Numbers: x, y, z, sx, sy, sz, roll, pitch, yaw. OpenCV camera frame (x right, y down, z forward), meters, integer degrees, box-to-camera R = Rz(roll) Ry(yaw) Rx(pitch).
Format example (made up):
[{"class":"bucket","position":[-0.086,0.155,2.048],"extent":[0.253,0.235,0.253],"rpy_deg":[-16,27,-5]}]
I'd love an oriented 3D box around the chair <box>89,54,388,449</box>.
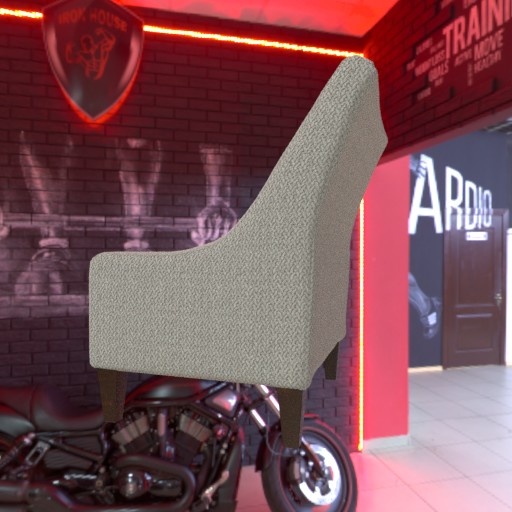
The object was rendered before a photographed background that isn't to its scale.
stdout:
[{"class":"chair","position":[0.000,0.000,1.572],"extent":[0.870,1.014,0.774],"rpy_deg":[0,1,19]}]
